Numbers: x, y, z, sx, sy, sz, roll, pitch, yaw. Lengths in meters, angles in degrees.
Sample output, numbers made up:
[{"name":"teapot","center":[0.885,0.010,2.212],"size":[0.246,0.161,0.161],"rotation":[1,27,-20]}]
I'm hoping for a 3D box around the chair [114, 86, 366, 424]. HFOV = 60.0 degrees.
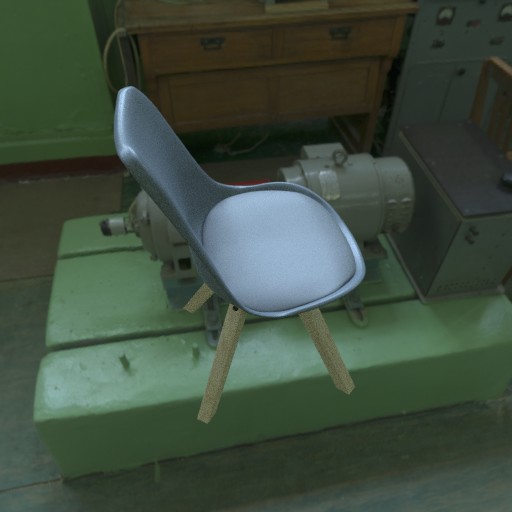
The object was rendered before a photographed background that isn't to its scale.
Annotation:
[{"name":"chair","center":[0.000,0.000,1.163],"size":[0.550,0.850,0.485],"rotation":[-9,46,-9]}]
